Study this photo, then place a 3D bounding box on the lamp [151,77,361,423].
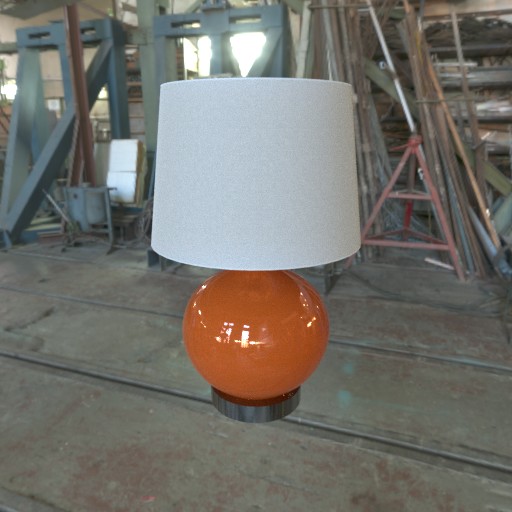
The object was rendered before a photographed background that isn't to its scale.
[{"bbox_3d":[0.000,0.000,0.540,0.247,0.387,0.247,0,16,0],"label":"lamp"}]
